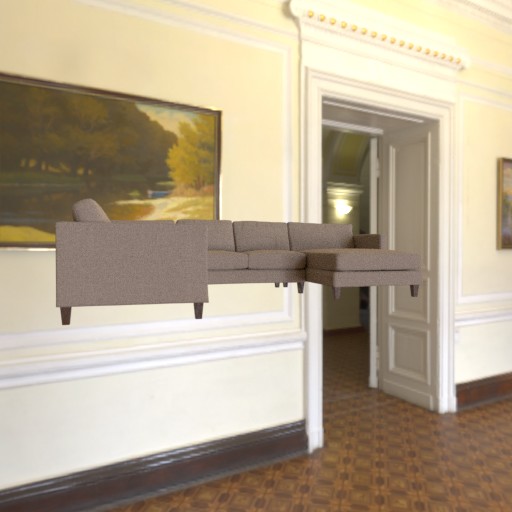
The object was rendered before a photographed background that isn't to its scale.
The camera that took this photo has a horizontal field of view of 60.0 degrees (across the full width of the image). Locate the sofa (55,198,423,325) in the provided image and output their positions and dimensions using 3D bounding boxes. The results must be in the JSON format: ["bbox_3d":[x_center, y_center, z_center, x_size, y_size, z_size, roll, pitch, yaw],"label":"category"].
[{"bbox_3d":[0.000,0.000,4.518,3.438,0.865,2.424,0,1,-16],"label":"sofa"}]
